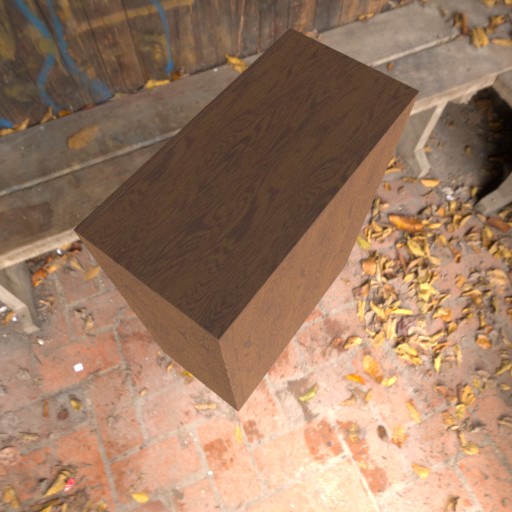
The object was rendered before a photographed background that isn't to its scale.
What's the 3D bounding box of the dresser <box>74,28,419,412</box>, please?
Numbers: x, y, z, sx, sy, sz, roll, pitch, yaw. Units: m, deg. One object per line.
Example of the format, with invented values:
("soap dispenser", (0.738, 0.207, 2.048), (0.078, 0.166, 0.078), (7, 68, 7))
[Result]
("dresser", (0.000, 0.000, 1.830), (0.516, 1.320, 0.964), (34, 68, 15))
